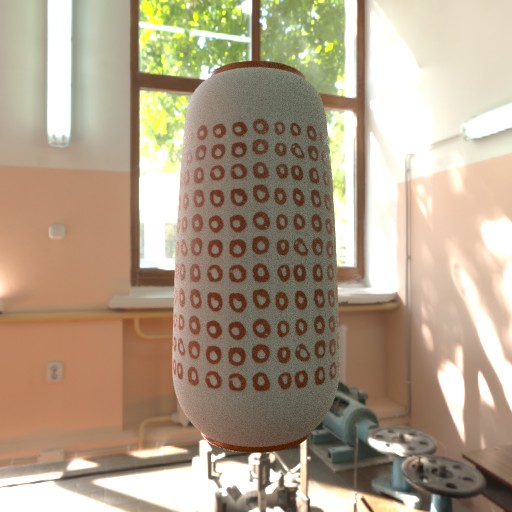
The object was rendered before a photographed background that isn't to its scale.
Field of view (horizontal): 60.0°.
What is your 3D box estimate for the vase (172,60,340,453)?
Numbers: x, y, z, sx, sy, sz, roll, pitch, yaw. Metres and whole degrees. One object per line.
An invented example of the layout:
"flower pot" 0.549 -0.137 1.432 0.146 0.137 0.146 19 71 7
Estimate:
"vase" 0.000 0.000 0.359 0.133 0.282 0.133 0 0 0
